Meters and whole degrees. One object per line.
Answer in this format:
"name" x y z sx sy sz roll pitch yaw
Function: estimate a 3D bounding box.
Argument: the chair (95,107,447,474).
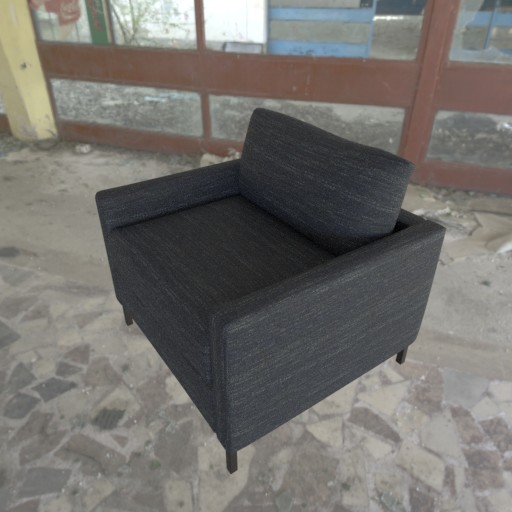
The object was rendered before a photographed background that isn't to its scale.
"chair" 0.000 0.000 1.636 0.866 0.861 0.963 -20 37 -29
